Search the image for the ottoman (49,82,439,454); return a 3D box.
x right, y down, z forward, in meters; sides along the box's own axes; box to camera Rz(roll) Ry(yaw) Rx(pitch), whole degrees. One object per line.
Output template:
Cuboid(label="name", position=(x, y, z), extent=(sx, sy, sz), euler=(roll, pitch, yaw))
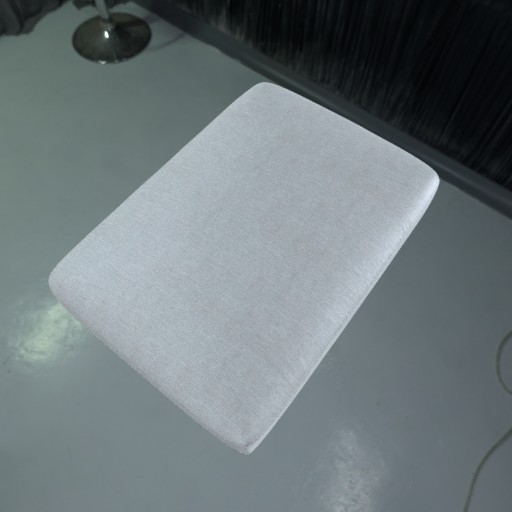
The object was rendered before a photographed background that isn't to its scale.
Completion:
Cuboid(label="ottoman", position=(0.000, 0.000, 1.042), extent=(0.528, 0.404, 0.735), euler=(34, 67, 17))
